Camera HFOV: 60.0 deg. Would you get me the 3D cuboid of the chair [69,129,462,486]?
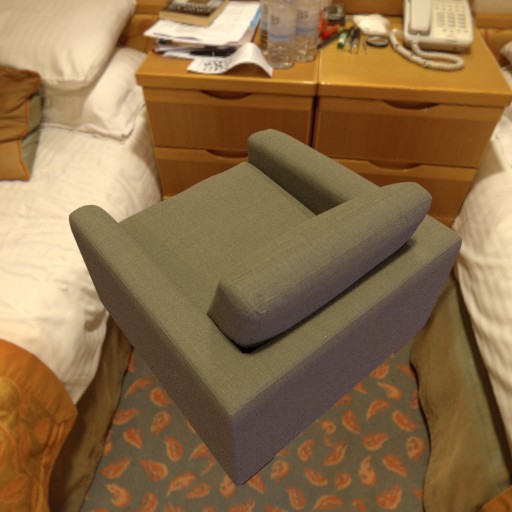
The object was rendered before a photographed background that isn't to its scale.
[{"bbox_3d":[0.000,0.000,1.787,1.070,0.847,1.100,-30,53,-26],"label":"chair"}]
